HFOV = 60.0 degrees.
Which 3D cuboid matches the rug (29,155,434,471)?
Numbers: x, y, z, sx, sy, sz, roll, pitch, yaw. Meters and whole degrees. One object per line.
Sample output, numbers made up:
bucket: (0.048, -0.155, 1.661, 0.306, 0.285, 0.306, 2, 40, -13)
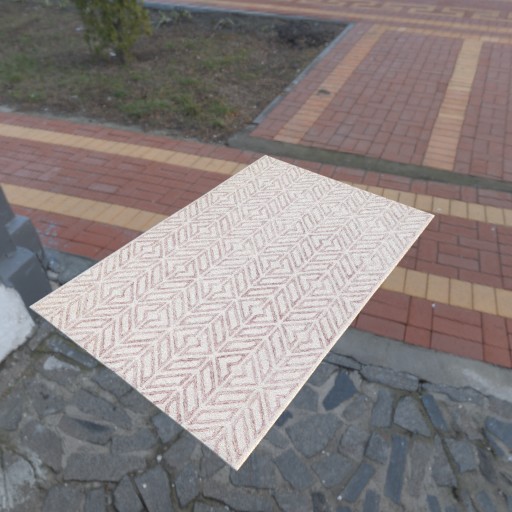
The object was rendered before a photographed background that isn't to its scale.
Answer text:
rug: (0.000, 0.000, 2.299, 1.220, 0.007, 1.828, 26, 47, 27)
